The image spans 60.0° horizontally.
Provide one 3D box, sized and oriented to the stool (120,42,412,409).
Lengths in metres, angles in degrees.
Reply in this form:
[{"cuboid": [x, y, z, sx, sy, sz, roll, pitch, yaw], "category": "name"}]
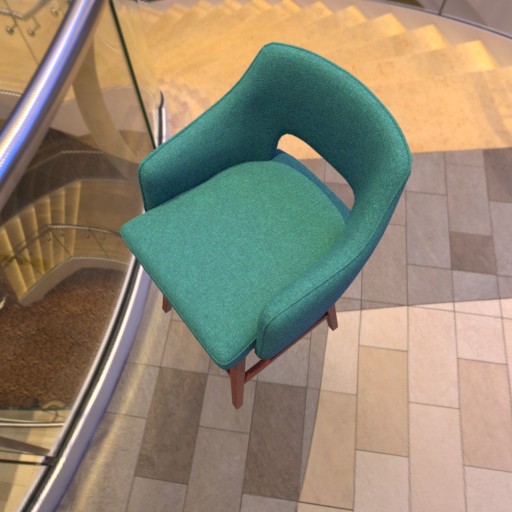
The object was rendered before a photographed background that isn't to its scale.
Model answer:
[{"cuboid": [0.000, 0.000, 1.259, 0.556, 0.961, 0.548, -35, 68, -16], "category": "stool"}]
